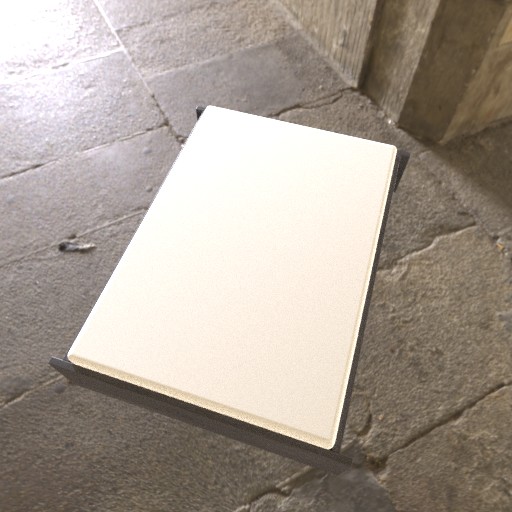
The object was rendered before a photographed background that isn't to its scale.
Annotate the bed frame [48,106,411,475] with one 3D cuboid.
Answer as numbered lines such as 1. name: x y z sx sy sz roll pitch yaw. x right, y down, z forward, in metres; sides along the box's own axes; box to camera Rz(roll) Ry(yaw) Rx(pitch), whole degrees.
1. bed frame: 0.000 0.000 2.637 1.490 0.432 1.950 15 59 9
